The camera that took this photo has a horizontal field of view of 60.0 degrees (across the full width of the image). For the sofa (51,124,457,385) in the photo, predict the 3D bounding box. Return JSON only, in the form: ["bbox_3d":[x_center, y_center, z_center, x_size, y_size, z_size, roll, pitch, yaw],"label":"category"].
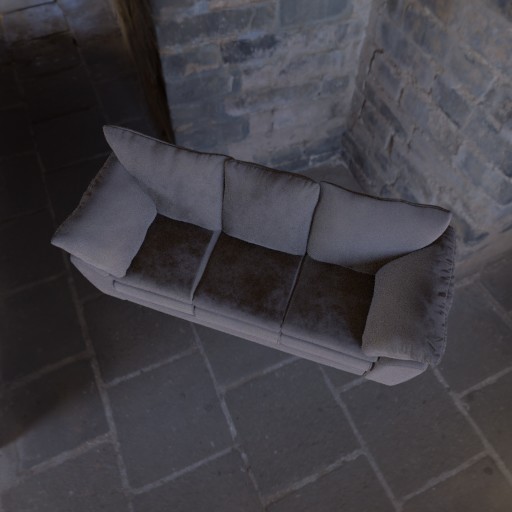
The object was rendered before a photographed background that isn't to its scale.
[{"bbox_3d":[0.000,0.000,2.856,2.336,1.073,0.878,16,59,10],"label":"sofa"}]
